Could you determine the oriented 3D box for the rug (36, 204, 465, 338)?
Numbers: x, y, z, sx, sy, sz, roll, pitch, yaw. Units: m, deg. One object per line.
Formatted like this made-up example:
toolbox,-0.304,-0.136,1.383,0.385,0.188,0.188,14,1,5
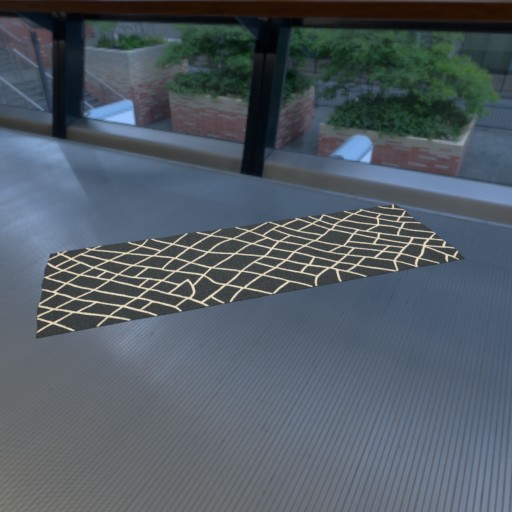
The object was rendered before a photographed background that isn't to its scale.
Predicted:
rug,0.000,0.000,2.740,2.476,0.010,0.807,-9,33,-14
